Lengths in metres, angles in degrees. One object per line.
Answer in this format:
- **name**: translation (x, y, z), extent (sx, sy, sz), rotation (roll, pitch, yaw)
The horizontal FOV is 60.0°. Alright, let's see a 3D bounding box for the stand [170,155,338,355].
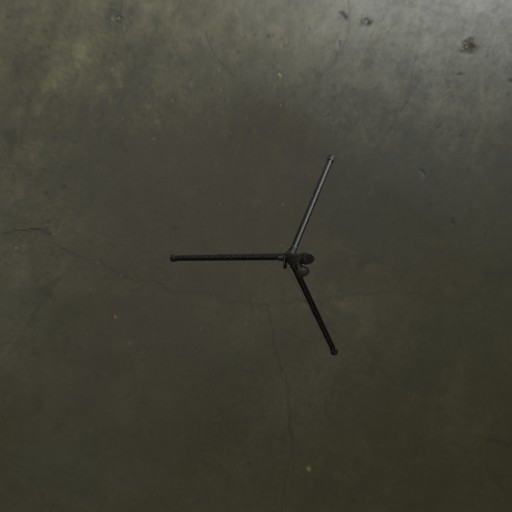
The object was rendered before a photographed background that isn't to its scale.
- **stand**: translation (0.000, 0.000, 2.762), extent (1.339, 1.595, 1.596), rotation (0, 90, -1)
